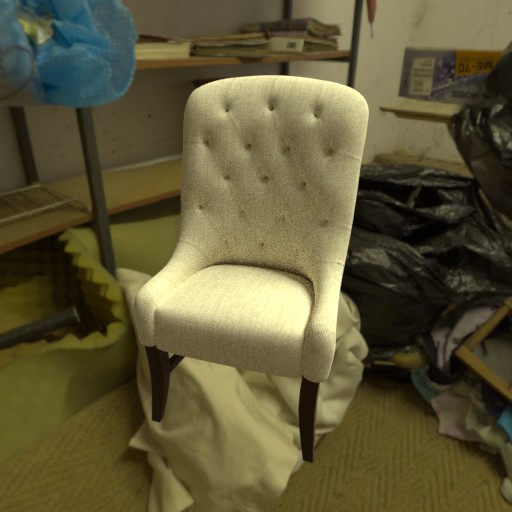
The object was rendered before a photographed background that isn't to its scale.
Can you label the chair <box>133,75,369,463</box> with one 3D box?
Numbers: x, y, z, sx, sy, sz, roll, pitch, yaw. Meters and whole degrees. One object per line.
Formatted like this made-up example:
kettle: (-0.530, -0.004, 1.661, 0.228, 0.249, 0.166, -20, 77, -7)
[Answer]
chair: (0.000, 0.000, 1.502, 0.634, 1.091, 0.629, 8, 28, 15)
